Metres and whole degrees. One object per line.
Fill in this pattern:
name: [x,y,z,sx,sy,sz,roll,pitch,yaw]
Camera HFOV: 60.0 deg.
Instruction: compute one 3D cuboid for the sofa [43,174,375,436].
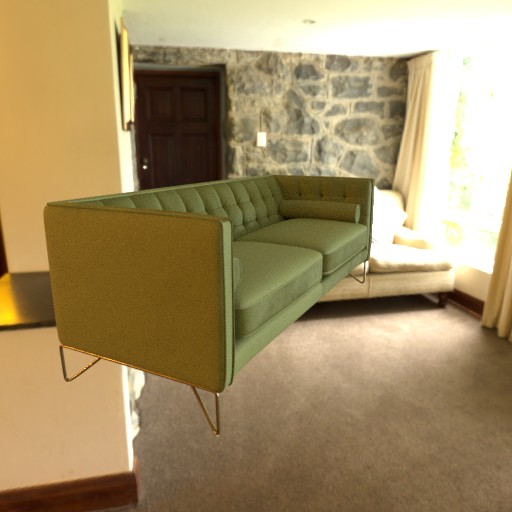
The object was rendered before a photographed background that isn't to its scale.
sofa: [0.000,0.000,2.533,0.867,0.789,2.087,7,16,27]
